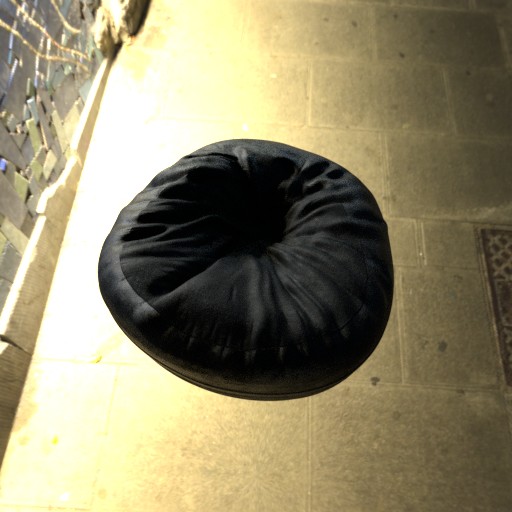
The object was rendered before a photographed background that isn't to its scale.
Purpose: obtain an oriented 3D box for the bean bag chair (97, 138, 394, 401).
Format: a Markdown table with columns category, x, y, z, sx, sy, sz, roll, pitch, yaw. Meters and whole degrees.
| category | x | y | z | sx | sy | sz | roll | pitch | yaw |
| --- | --- | --- | --- | --- | --- | --- | --- | --- | --- |
| bean bag chair | 0.000 | 0.000 | 2.477 | 1.524 | 0.878 | 1.524 | 16 | 65 | 8 |
